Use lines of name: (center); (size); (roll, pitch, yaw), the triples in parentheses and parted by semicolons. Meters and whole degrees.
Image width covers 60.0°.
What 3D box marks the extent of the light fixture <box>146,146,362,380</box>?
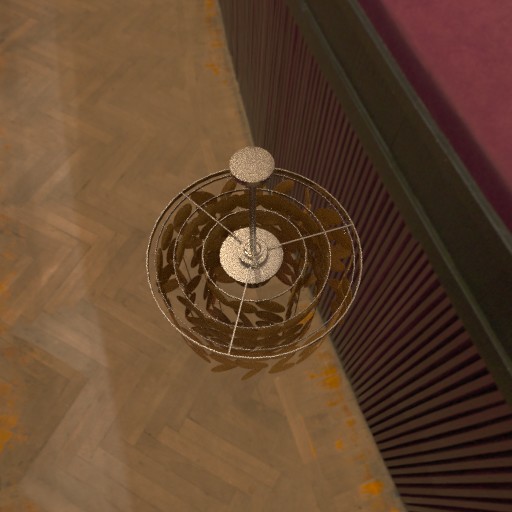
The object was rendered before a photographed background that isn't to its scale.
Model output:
light fixture: (0.000, 0.000, 0.748); (0.368, 0.492, 0.368); (0, 63, 0)
